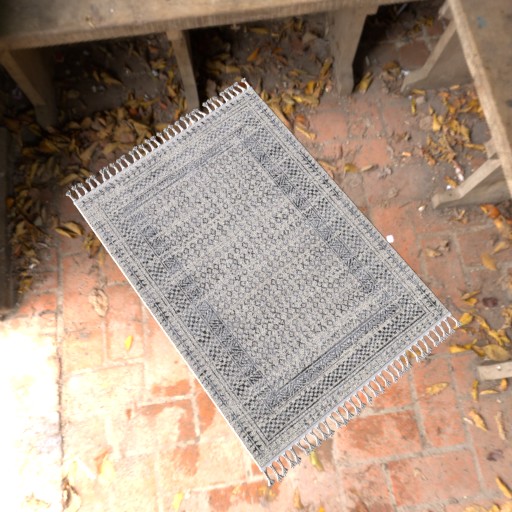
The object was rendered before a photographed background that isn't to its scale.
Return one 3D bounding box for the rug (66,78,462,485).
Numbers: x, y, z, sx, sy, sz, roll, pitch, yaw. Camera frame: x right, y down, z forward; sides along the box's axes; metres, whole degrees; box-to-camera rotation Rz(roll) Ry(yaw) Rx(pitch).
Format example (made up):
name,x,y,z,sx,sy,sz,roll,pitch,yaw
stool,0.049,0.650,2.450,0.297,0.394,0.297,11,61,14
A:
name,x,y,z,sx,sy,sz,roll,pitch,yaw
rug,0.000,0.000,2.341,1.243,0.013,1.872,-36,77,-9
